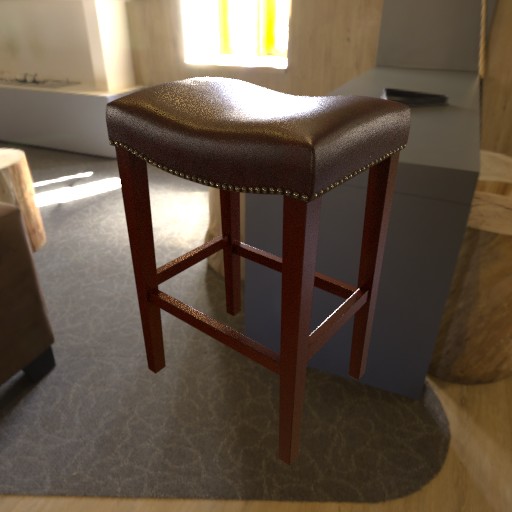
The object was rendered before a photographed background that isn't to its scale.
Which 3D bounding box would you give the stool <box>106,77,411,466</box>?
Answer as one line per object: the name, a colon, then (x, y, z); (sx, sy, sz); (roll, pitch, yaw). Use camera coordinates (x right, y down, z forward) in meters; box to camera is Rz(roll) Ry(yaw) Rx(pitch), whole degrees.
stool: (0.000, 0.000, 1.046); (0.504, 0.742, 0.372); (22, 36, 33)
